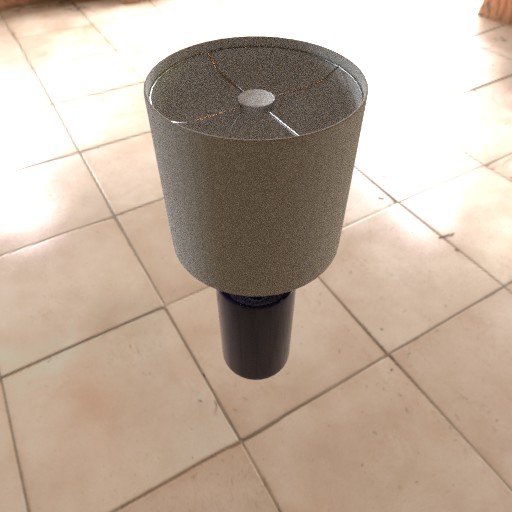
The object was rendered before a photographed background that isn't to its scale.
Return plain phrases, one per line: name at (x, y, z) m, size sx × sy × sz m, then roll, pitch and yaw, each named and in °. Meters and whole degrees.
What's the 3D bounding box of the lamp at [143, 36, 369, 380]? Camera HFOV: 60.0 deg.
lamp at (0.000, 0.000, 0.602) m, size 0.212 × 0.493 × 0.212 m, roll -24°, pitch 52°, yaw -21°
